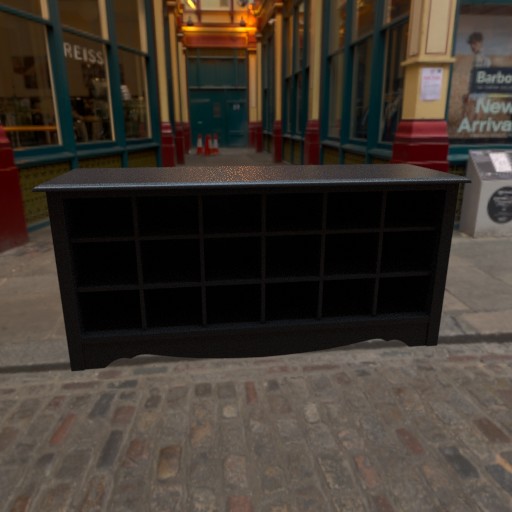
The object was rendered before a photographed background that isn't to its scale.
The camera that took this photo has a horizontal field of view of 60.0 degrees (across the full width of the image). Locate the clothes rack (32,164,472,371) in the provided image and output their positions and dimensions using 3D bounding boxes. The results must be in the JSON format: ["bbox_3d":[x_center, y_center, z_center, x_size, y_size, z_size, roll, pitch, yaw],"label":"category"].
[{"bbox_3d":[0.000,0.000,1.491,1.219,0.556,0.406,-2,18,-7],"label":"clothes rack"}]
